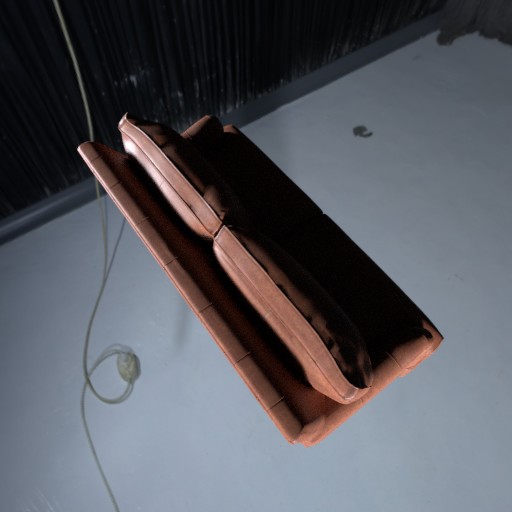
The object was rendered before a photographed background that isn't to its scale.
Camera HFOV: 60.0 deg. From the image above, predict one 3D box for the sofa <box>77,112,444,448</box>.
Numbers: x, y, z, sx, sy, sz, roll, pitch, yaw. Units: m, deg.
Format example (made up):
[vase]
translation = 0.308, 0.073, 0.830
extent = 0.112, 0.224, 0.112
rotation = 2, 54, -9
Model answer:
[sofa]
translation = 0.000, 0.000, 2.742
extent = 1.147, 1.071, 2.144
rotation = -32, 64, -18
